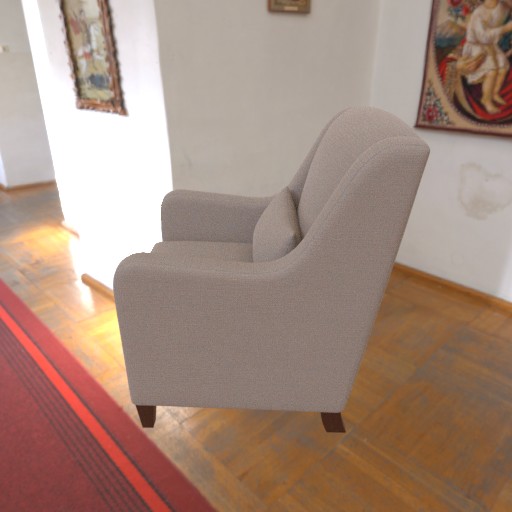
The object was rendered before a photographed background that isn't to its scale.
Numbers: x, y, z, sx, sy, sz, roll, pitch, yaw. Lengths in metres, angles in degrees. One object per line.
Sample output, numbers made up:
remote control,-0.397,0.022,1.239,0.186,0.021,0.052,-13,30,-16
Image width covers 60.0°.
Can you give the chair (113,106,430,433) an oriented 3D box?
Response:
chair,0.000,0.000,1.623,0.896,1.017,0.715,1,26,1
